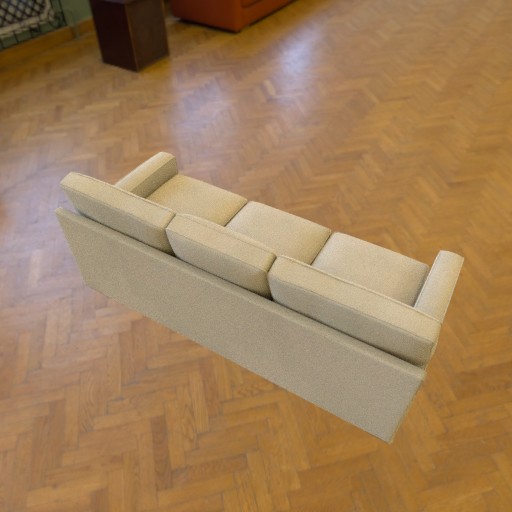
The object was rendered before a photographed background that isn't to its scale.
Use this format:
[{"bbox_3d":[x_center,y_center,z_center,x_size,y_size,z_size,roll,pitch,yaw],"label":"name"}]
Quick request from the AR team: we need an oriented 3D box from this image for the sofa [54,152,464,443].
[{"bbox_3d":[0.000,0.000,2.563,2.088,0.862,0.935,23,50,21],"label":"sofa"}]
